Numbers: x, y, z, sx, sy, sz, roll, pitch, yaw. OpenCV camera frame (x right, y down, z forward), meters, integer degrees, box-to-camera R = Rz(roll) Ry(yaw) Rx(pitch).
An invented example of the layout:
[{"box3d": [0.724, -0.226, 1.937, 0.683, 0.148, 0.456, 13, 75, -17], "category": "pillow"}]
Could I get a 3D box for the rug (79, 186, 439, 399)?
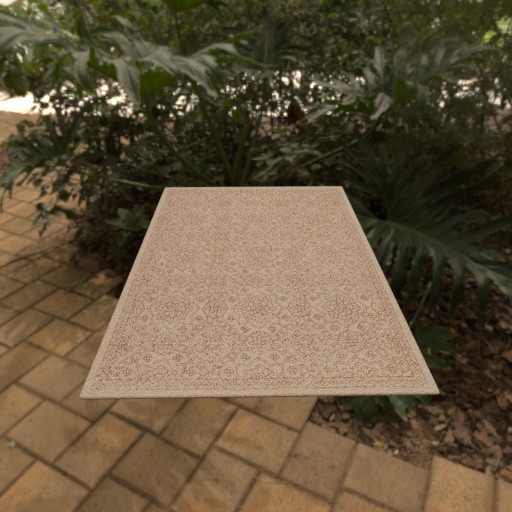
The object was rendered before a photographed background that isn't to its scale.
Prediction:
[{"box3d": [0.000, 0.000, 2.273, 1.219, 0.010, 1.829, -1, 31, -1], "category": "rug"}]
